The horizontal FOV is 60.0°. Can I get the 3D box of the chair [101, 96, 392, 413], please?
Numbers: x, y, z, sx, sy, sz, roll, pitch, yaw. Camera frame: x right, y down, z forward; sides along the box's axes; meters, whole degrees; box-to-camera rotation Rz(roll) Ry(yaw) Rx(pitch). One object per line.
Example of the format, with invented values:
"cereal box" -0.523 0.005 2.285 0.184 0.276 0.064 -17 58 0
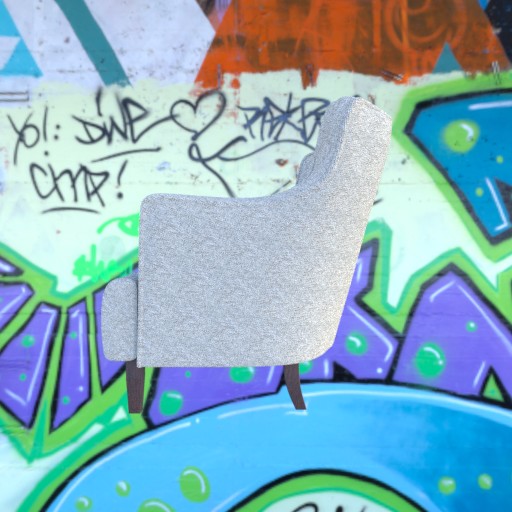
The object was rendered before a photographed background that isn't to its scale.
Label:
"chair" 0.000 0.000 1.659 0.910 0.920 0.820 0 0 0
